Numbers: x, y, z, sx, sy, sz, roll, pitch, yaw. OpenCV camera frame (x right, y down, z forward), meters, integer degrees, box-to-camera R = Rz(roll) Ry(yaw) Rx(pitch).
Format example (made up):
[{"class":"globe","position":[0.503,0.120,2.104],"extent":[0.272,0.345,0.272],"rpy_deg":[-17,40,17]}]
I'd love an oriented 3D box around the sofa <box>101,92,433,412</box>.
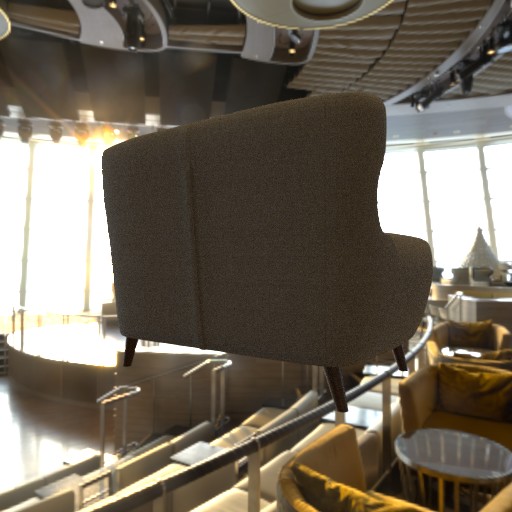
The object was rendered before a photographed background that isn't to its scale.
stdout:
[{"class":"sofa","position":[0.000,0.000,2.005],"extent":[1.386,1.028,0.884],"rpy_deg":[-1,-1,35]}]
